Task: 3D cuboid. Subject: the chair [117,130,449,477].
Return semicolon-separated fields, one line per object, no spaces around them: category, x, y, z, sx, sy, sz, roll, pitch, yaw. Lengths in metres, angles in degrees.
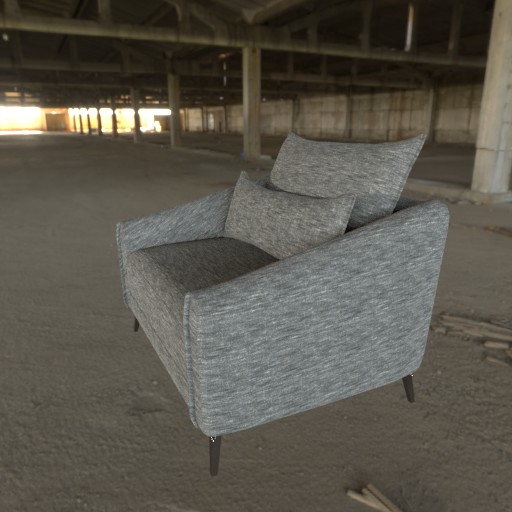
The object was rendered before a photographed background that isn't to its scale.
chair;0.000;0.000;1.569;0.805;0.842;1.004;-8;19;-26
